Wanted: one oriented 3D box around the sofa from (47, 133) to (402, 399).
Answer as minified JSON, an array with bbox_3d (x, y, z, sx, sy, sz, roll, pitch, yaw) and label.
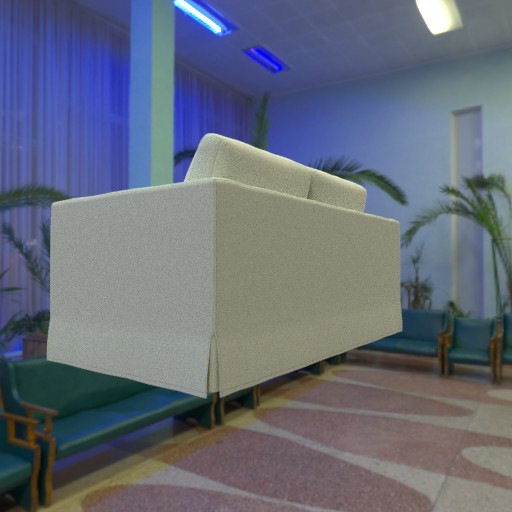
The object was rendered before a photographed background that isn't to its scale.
[{"bbox_3d":[0.000,0.000,2.400,1.009,0.932,1.813,-1,-1,36],"label":"sofa"}]
